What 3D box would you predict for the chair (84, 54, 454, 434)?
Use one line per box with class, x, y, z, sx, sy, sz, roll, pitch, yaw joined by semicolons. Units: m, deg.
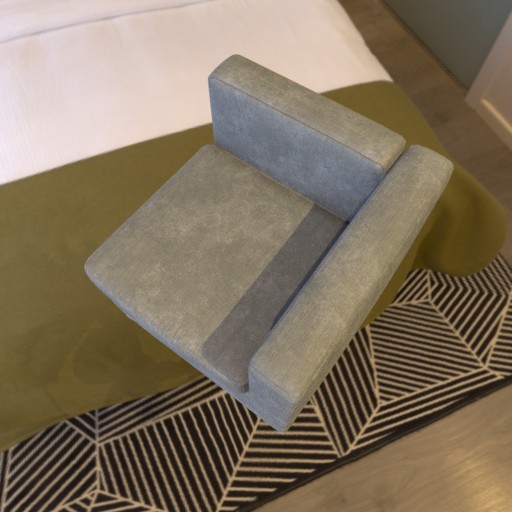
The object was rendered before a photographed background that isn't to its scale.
chair;0.000;0.000;1.243;0.680;0.660;0.680;33;67;16
